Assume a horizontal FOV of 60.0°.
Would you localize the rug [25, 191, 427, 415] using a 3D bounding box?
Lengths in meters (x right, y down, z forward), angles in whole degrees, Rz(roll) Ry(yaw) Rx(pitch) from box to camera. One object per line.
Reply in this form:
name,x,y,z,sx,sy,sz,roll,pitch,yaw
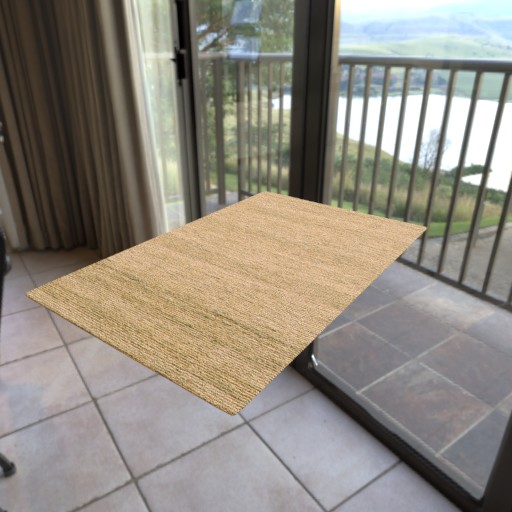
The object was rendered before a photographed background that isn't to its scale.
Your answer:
rug,0.000,0.000,2.195,1.143,0.010,1.758,18,31,32
